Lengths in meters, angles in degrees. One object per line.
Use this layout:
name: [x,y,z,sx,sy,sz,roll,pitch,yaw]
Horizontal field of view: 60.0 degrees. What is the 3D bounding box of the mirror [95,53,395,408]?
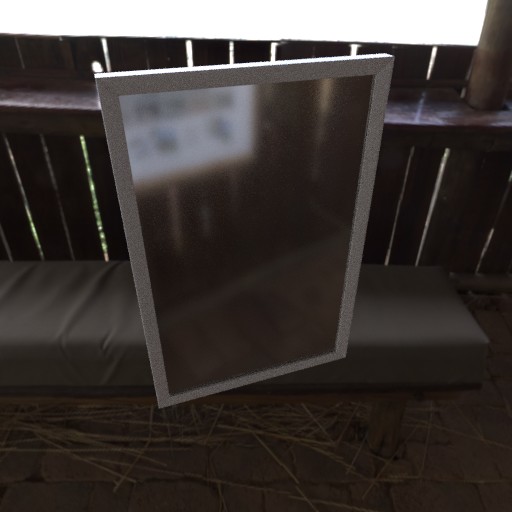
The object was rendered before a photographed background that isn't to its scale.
mirror: [0.000,0.000,1.131,0.609,0.914,0.041,-11,36,-16]
